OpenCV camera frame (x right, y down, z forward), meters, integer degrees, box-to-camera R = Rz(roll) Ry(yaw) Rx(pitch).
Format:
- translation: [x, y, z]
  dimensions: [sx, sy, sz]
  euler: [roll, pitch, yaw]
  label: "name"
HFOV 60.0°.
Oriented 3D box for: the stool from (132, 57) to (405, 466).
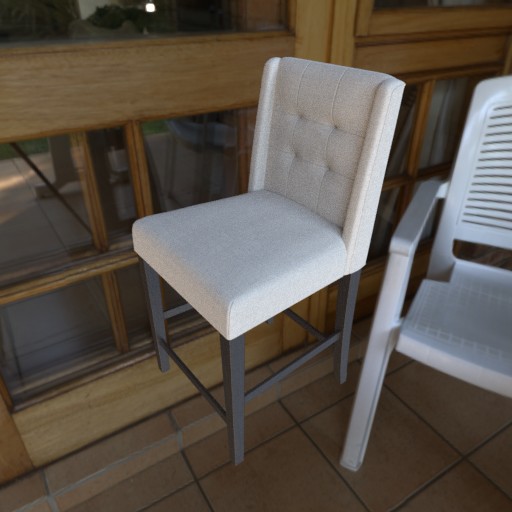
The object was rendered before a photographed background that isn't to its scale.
- translation: [0.000, 0.000, 1.223]
  dimensions: [0.509, 0.939, 0.474]
  euler: [-22, 38, -31]
  label: "stool"
